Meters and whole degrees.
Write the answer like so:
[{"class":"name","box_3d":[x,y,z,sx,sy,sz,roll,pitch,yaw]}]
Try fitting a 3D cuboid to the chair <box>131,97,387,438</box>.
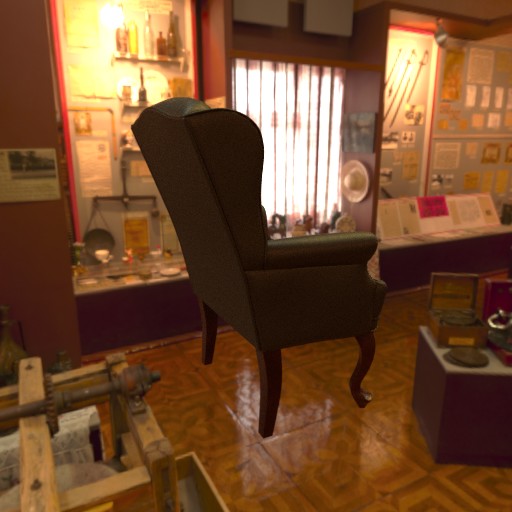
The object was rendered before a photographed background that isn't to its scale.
[{"class":"chair","box_3d":[0.000,0.000,1.685,0.762,1.111,0.838,-7,16,-26]}]
